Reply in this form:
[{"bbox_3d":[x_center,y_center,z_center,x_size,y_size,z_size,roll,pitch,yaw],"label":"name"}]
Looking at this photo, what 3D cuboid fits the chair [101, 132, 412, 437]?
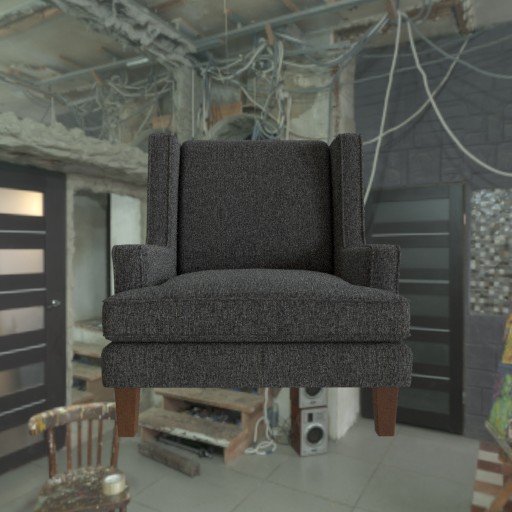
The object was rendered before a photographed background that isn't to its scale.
[{"bbox_3d":[0.000,0.000,1.754,0.942,1.082,0.927,0,1,0],"label":"chair"}]
